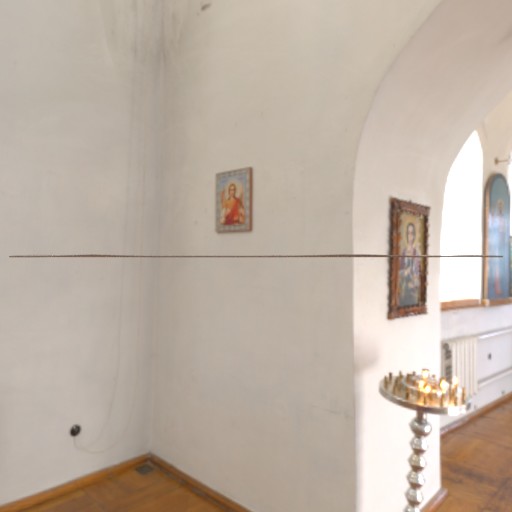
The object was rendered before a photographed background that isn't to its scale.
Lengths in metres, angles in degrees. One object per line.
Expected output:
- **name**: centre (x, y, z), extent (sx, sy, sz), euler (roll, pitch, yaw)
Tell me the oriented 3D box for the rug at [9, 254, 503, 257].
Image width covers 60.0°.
- **rug**: centre (0.000, 0.000, 2.947), extent (2.439, 0.015, 1.524), euler (0, 0, -1)
